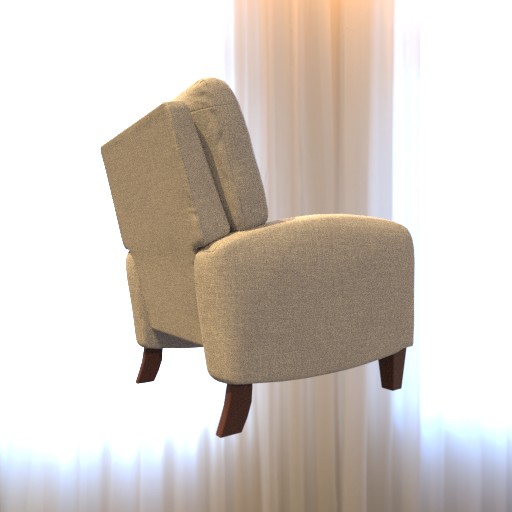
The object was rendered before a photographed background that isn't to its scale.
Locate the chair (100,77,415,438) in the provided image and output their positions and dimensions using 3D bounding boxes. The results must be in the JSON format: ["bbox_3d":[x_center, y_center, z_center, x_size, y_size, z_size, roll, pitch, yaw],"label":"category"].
[{"bbox_3d":[0.000,0.000,1.666,0.990,0.990,0.762,0,0,-35],"label":"chair"}]
